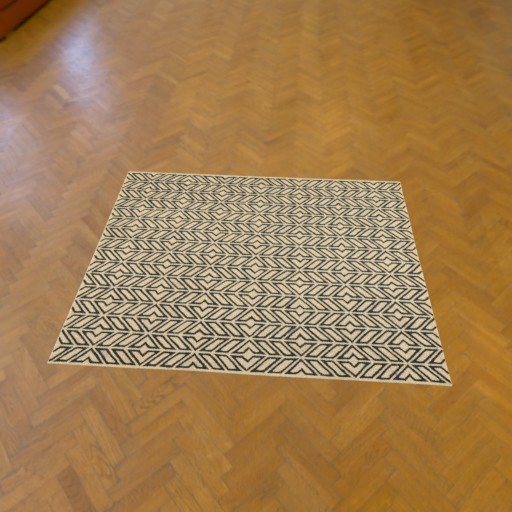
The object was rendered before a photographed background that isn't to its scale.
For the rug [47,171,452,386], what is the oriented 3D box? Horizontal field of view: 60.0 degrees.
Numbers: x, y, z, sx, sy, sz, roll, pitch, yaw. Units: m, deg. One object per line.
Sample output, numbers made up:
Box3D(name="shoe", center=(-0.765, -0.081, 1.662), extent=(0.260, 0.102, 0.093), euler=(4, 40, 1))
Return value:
Box3D(name="rug", center=(0.000, 0.000, 4.140), extent=(3.045, 0.008, 2.421), euler=(3, 47, 2))
